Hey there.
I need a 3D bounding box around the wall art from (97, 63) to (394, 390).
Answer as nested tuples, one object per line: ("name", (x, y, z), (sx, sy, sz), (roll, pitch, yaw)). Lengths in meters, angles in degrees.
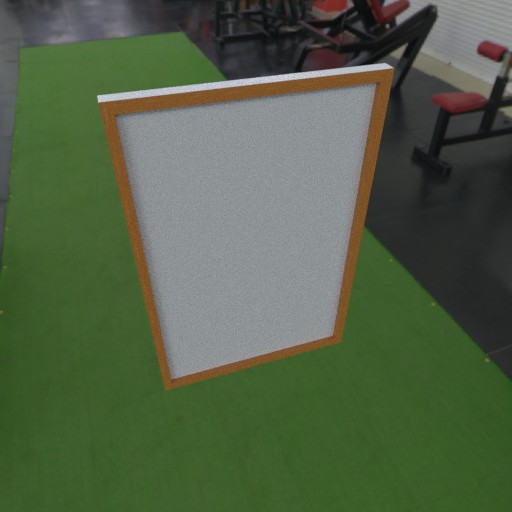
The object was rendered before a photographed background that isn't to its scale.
("wall art", (0.000, 0.000, 1.179), (0.610, 0.916, 0.037), (-12, 42, -14))
